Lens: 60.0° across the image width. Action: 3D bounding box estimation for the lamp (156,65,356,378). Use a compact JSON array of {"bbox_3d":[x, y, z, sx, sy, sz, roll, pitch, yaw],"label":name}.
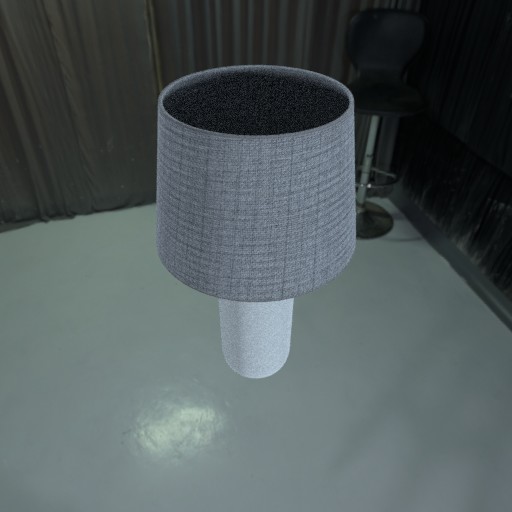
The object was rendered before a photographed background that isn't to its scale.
[{"bbox_3d":[0.000,0.000,0.591,0.251,0.429,0.251,0,40,0],"label":"lamp"}]
